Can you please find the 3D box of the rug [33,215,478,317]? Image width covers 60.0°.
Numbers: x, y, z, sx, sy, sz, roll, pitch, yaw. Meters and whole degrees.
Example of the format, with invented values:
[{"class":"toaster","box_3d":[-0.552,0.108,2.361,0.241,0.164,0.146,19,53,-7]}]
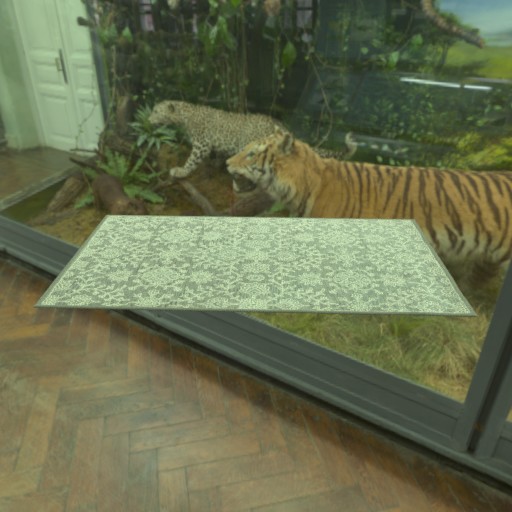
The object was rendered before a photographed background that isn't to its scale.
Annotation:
[{"class":"rug","box_3d":[0.000,0.000,3.705,3.048,0.011,1.546,1,30,2]}]
